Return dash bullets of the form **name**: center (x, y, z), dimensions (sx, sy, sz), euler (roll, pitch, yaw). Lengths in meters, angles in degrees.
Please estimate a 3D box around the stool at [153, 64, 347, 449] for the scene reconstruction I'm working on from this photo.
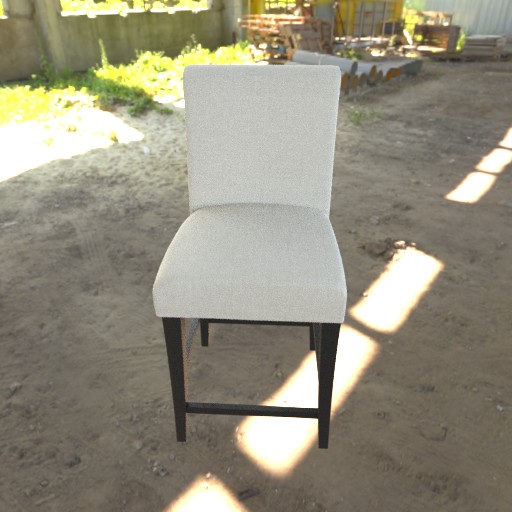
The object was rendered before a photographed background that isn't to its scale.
- **stool**: center (0.000, 0.000, 1.296), dimensions (0.452, 0.976, 0.597), euler (2, 30, 3)
